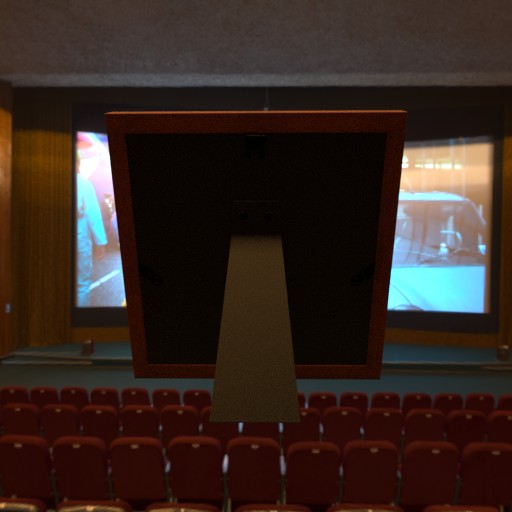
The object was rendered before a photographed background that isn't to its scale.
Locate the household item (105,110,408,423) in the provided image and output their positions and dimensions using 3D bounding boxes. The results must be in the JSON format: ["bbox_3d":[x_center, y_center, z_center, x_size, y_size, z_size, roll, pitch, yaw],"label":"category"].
[{"bbox_3d":[0.000,0.000,0.384,0.240,0.240,0.131,0,0,1],"label":"household item"}]
